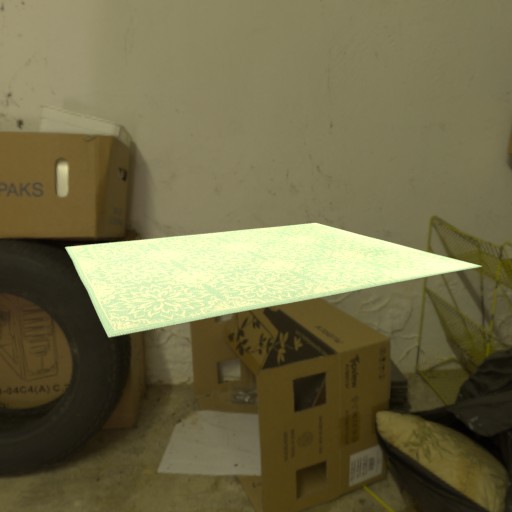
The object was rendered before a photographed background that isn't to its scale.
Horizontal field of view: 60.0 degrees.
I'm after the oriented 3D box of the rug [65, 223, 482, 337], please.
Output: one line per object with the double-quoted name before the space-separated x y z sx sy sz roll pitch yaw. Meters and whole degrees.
"rug" 0.000 0.000 3.999 2.980 0.012 2.363 -7 16 -27
